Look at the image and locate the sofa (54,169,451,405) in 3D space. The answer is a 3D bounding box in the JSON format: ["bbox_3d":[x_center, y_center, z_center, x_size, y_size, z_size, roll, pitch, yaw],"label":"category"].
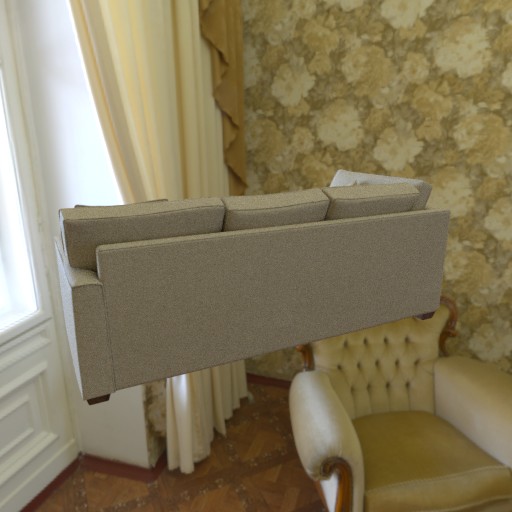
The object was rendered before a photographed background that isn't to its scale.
[{"bbox_3d":[0.000,0.000,2.870,2.323,0.948,1.053,-8,18,-26],"label":"sofa"}]
